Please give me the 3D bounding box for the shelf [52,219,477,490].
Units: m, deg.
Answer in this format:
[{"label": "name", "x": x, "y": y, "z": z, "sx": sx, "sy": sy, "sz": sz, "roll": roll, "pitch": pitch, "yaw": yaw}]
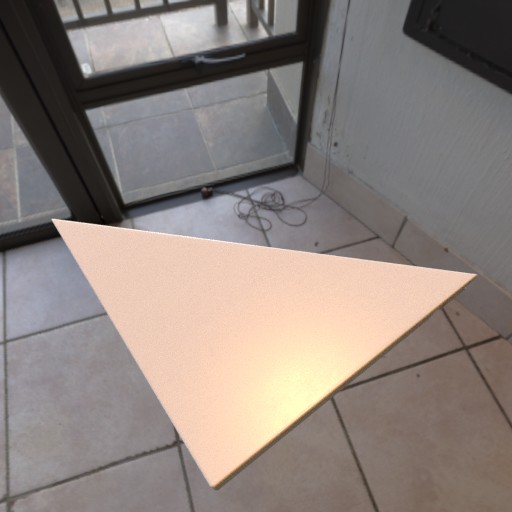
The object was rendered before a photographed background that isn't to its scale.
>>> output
[{"label": "shelf", "x": 0.000, "y": 0.000, "z": 0.441, "sx": 0.296, "sy": 0.035, "sz": 0.296, "roll": -32, "pitch": 64, "yaw": -18}]
